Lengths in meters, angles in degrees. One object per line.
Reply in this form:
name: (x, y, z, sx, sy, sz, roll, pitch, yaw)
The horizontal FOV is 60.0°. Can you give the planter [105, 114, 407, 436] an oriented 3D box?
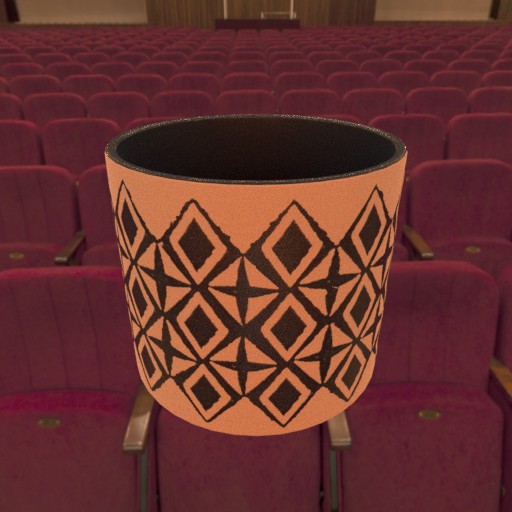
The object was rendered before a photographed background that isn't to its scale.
planter: (0.000, 0.000, 0.274, 0.159, 0.144, 0.159, 0, 27, 0)
